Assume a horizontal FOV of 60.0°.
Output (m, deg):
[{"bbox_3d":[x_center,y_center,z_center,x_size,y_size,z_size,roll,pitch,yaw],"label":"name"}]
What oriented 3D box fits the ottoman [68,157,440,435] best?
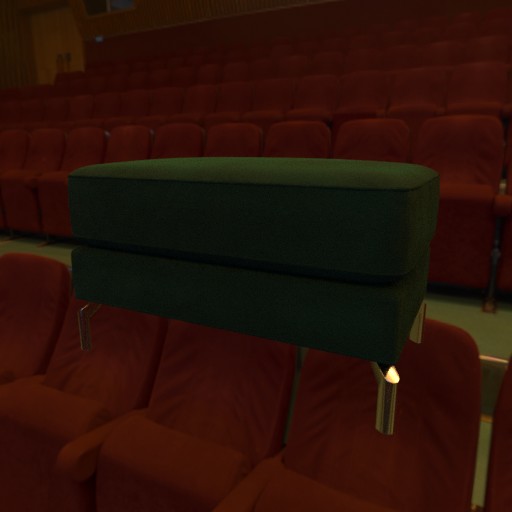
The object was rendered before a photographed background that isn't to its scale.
[{"bbox_3d":[0.000,0.000,1.234,0.886,0.533,0.536,7,16,26],"label":"ottoman"}]
